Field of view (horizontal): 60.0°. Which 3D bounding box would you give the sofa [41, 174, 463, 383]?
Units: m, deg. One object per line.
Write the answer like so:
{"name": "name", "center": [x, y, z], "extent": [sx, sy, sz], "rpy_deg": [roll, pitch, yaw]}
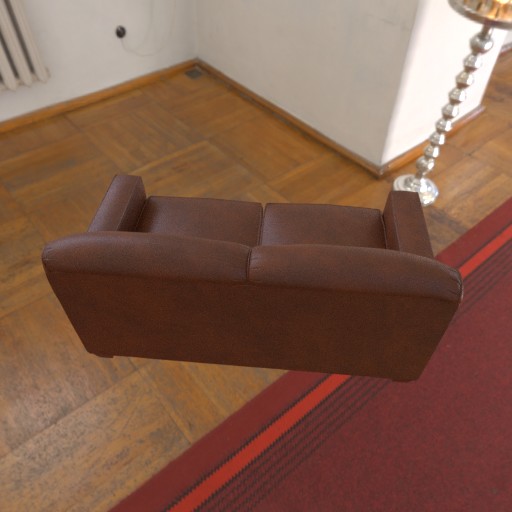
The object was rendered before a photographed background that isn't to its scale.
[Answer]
{"name": "sofa", "center": [0.000, 0.000, 2.483], "extent": [1.856, 0.966, 1.000], "rpy_deg": [4, 48, 4]}
